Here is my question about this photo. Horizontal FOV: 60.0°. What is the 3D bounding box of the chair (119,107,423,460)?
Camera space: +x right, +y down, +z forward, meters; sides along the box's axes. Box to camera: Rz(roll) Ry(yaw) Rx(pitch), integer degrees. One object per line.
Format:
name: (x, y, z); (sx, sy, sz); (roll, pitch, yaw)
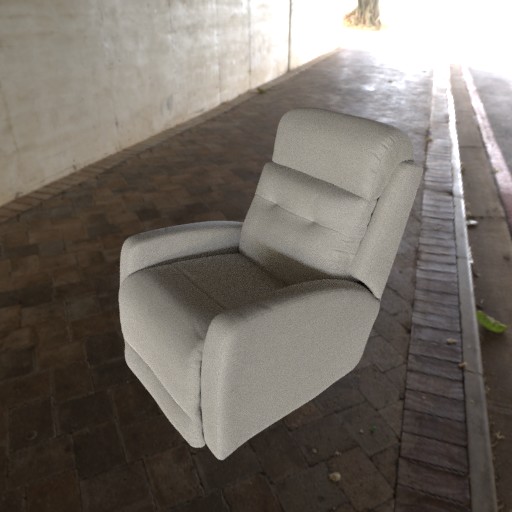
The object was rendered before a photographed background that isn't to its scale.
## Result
chair: (0.000, 0.000, 1.765); (1.043, 1.013, 0.798); (-21, 36, -32)
